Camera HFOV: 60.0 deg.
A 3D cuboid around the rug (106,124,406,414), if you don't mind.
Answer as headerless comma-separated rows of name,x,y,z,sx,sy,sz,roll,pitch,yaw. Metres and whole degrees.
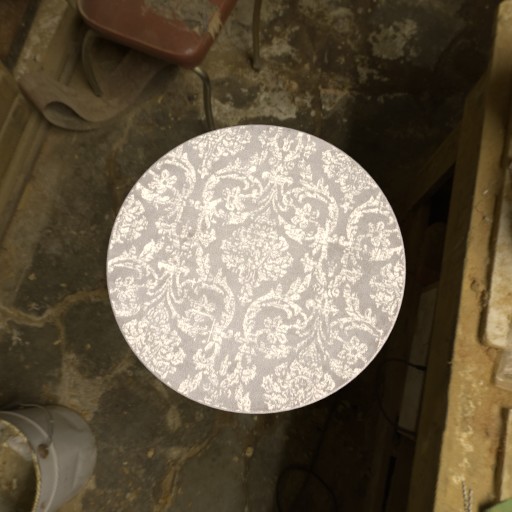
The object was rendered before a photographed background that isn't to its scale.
rug,0.000,0.000,2.369,1.593,0.012,1.593,0,74,0
